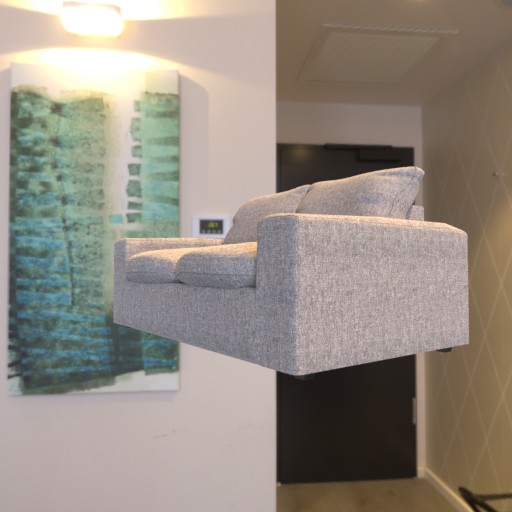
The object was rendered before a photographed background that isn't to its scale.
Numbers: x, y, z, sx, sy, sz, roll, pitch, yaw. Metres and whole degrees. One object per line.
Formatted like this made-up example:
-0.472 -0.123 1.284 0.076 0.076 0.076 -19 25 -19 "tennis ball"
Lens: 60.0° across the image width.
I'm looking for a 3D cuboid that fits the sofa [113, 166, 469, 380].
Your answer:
0.000 0.000 2.388 1.094 0.877 1.758 1 -2 -36 "sofa"
